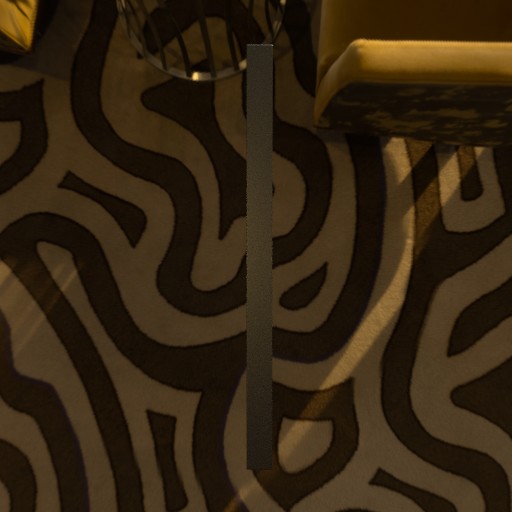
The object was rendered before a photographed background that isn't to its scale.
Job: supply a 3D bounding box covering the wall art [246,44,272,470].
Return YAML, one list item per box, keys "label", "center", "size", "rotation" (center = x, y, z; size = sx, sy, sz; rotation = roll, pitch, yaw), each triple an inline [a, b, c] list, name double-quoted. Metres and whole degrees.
- label: "wall art"
  center: [0.000, 0.000, 0.755]
  size: [0.028, 0.557, 0.457]
  rotation: [0, 90, -1]
